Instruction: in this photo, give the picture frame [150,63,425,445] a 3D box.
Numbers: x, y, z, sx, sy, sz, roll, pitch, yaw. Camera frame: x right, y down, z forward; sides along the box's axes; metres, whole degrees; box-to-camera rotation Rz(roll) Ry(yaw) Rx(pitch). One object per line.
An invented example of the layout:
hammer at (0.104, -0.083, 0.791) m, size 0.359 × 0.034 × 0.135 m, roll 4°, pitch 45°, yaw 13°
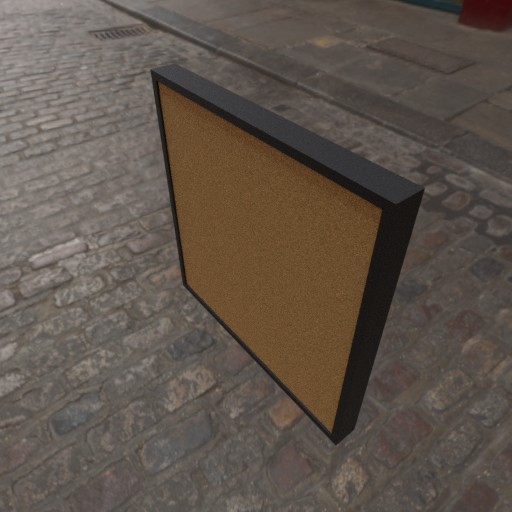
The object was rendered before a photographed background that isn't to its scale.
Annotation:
picture frame at (0.000, 0.000, 0.480) m, size 0.030 × 0.317 × 0.317 m, roll -28°, pitch 48°, yaw -28°
